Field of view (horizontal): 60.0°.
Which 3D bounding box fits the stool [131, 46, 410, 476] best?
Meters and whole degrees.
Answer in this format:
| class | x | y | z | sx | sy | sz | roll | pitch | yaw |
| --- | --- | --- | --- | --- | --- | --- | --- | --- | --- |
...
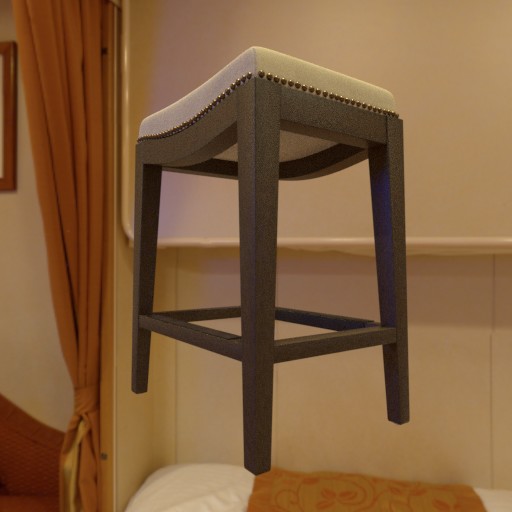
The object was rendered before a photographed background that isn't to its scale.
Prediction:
| class | x | y | z | sx | sy | sz | roll | pitch | yaw |
| --- | --- | --- | --- | --- | --- | --- | --- | --- | --- |
| stool | 0.000 | 0.000 | 0.941 | 0.361 | 0.642 | 0.500 | 0 | 0 | -36 |
